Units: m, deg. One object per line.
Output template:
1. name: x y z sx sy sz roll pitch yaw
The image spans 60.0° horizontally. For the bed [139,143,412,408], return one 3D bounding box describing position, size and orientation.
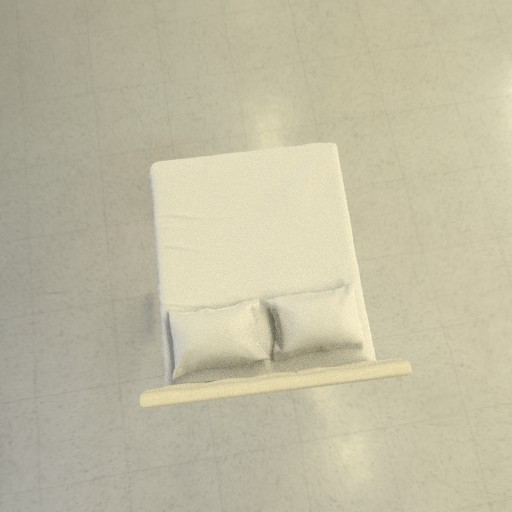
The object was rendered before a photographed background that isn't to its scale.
1. bed: 0.000 0.000 3.608 1.936 1.577 2.222 -7 76 -2
